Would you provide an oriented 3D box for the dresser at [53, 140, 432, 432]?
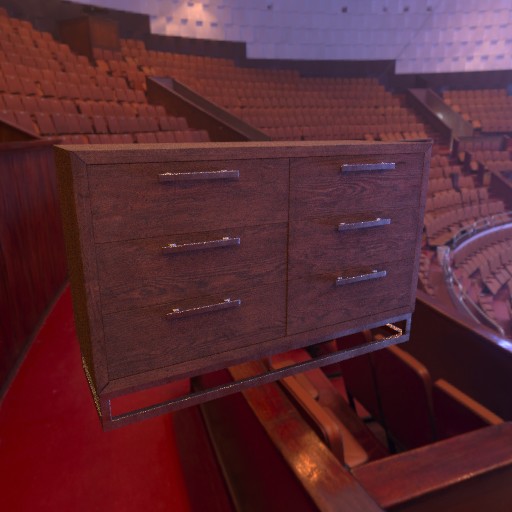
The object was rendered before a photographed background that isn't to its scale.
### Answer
[{"bbox_3d":[0.000,0.000,2.161,1.646,1.061,0.623,-9,18,-27],"label":"dresser"}]
